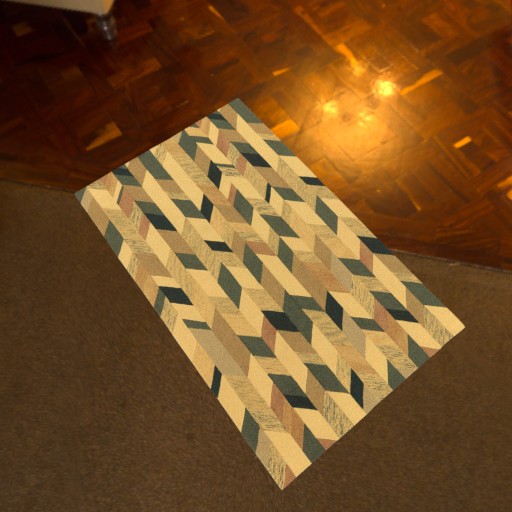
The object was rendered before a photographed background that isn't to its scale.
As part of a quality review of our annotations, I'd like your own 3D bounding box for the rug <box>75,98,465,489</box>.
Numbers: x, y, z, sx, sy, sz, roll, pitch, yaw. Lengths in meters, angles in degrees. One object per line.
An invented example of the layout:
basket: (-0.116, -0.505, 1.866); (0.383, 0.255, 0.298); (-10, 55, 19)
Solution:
rug: (0.000, 0.000, 3.034); (1.513, 0.008, 2.423); (-35, 70, -15)
